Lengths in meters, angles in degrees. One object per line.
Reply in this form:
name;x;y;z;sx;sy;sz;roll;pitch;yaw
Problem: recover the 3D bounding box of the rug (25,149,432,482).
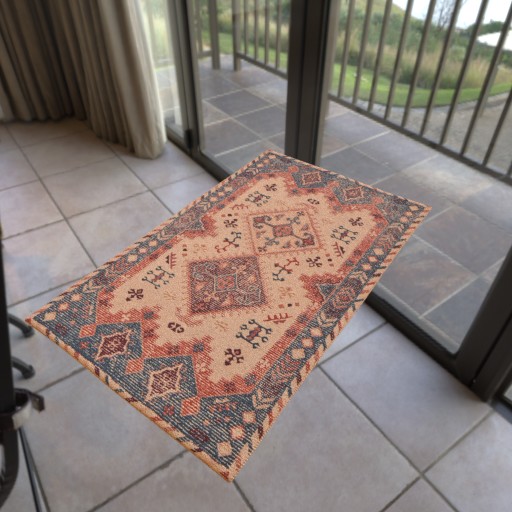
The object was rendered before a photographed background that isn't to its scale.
rug;0.000;0.000;2.955;1.521;0.023;2.464;26;48;26
